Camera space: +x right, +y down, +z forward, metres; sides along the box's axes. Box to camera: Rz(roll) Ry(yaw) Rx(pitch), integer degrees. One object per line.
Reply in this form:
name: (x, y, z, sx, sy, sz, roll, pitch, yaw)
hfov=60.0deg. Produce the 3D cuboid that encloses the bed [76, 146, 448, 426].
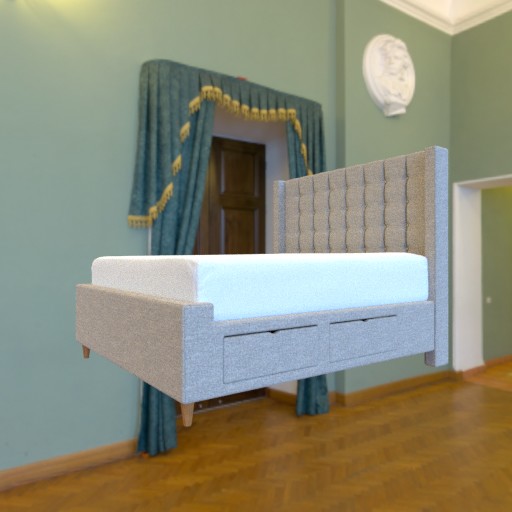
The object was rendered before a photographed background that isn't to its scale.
bed: (0.000, 0.000, 3.699, 2.372, 1.748, 2.044, 0, 0, -36)
